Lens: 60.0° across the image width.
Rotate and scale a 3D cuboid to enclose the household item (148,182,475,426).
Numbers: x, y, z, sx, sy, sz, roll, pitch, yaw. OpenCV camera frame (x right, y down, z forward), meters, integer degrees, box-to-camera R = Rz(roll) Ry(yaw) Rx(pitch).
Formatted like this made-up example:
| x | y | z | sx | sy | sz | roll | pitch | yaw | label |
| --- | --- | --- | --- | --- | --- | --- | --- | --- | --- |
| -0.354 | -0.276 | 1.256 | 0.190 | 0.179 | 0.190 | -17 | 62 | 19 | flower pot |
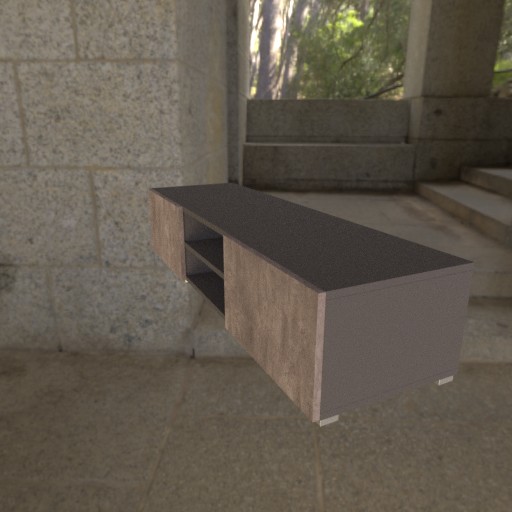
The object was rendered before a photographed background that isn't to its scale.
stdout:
| x | y | z | sx | sy | sz | roll | pitch | yaw | label |
| --- | --- | --- | --- | --- | --- | --- | --- | --- | --- |
| 0.000 | 0.000 | 1.562 | 0.420 | 0.310 | 1.400 | -8 | 19 | -25 | household item |
